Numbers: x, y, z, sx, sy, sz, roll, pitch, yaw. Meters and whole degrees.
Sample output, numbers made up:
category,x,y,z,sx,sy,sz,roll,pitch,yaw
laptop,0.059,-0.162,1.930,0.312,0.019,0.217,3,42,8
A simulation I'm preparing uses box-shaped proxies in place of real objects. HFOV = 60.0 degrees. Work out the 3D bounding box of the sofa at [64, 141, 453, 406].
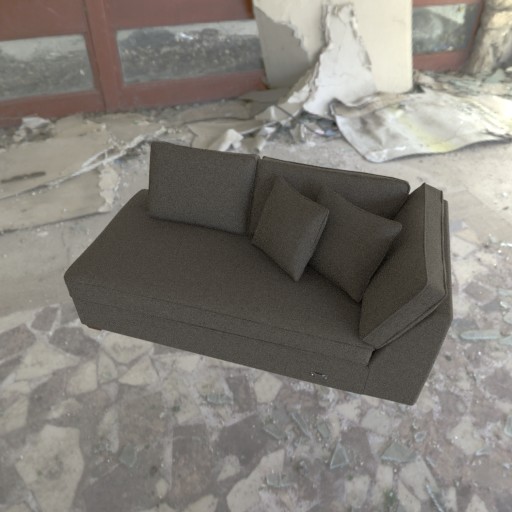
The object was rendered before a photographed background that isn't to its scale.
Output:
category,x,y,z,sx,sy,sz,roll,pitch,yaw
sofa,0.000,0.000,2.869,2.237,1.033,1.110,11,41,13
